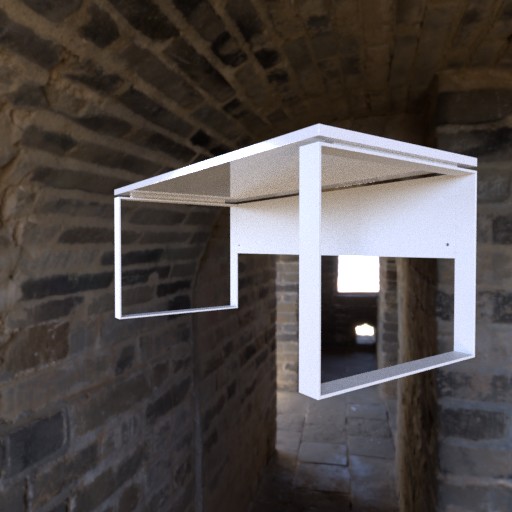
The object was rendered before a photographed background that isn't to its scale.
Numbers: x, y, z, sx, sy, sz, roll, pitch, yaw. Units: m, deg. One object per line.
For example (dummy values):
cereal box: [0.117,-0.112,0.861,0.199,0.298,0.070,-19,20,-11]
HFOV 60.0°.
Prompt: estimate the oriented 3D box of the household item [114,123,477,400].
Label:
household item: [0.000,0.000,2.110,0.800,0.745,1.700,-1,2,-35]
